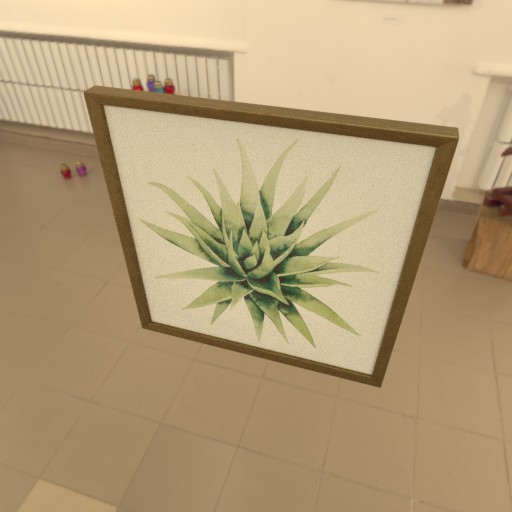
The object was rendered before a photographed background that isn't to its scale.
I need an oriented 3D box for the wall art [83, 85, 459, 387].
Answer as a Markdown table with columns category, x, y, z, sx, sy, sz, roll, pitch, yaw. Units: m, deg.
| category | x | y | z | sx | sy | sz | roll | pitch | yaw |
| --- | --- | --- | --- | --- | --- | --- | --- | --- | --- |
| wall art | 0.000 | 0.000 | 0.744 | 0.503 | 0.506 | 0.030 | 11 | 41 | 13 |
